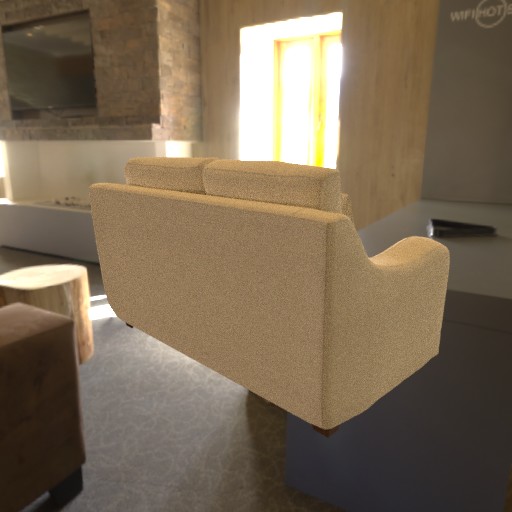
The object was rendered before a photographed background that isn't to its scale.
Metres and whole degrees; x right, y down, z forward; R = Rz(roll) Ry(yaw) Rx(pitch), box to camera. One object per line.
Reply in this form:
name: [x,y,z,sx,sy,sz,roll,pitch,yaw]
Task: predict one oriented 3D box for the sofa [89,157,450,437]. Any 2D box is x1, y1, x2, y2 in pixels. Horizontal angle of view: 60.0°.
sofa: [0.000,0.000,2.388,1.744,1.047,1.040,14,20,43]
